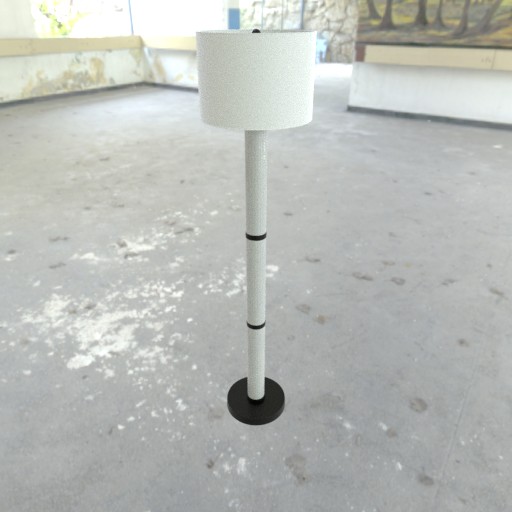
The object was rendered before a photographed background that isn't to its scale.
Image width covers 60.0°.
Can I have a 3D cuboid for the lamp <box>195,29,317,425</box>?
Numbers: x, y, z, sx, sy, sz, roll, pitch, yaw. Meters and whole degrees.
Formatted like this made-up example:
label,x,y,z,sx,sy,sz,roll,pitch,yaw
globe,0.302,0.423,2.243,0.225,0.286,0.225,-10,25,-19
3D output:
label,x,y,z,sx,sy,sz,roll,pitch,yaw
lamp,0.000,0.000,1.752,0.377,1.599,0.377,18,33,29
